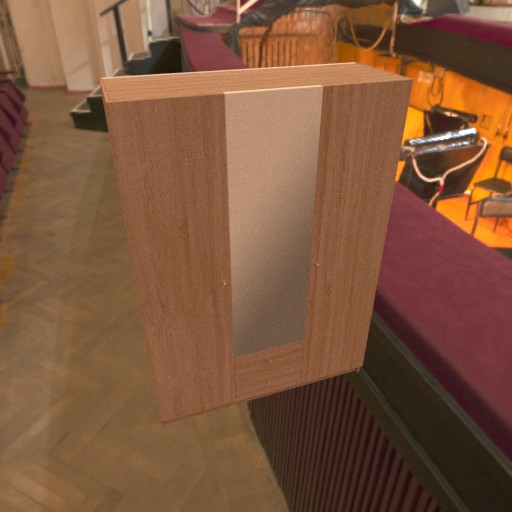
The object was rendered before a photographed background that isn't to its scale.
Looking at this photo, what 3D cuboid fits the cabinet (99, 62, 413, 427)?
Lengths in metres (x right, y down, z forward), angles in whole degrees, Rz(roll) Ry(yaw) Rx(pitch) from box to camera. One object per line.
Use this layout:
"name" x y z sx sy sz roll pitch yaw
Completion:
"cabinet" 0.000 0.000 2.811 1.500 2.120 0.590 -11 34 -16
